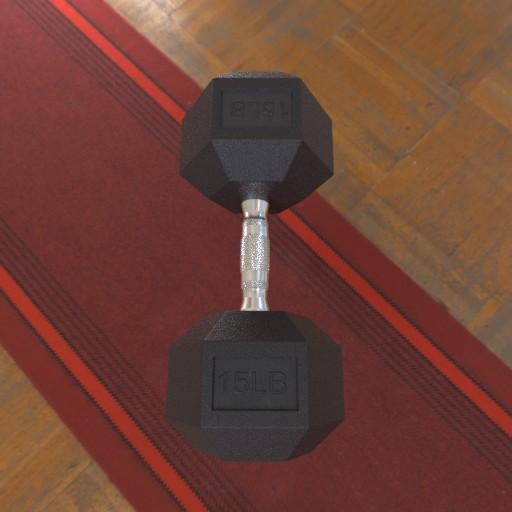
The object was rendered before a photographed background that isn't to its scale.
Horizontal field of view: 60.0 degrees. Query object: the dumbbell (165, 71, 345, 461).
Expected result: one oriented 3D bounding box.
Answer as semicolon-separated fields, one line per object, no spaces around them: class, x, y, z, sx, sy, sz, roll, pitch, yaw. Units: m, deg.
dumbbell;0.000;0.000;0.331;0.122;0.106;0.271;0;75;0
